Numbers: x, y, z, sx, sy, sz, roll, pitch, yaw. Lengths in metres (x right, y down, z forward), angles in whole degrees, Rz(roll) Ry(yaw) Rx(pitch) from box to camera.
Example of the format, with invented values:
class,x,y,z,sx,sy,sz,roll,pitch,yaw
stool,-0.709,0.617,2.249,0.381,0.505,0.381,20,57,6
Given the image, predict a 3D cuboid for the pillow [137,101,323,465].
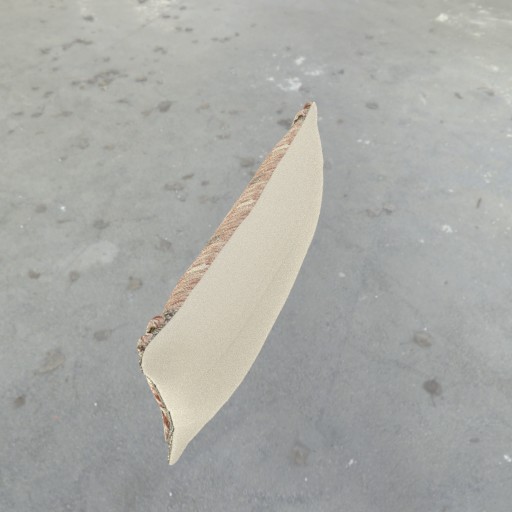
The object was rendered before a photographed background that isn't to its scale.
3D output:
class,x,y,z,sx,sy,sz,roll,pitch,yaw
pillow,0.000,0.000,0.747,0.139,0.282,0.635,16,48,15
